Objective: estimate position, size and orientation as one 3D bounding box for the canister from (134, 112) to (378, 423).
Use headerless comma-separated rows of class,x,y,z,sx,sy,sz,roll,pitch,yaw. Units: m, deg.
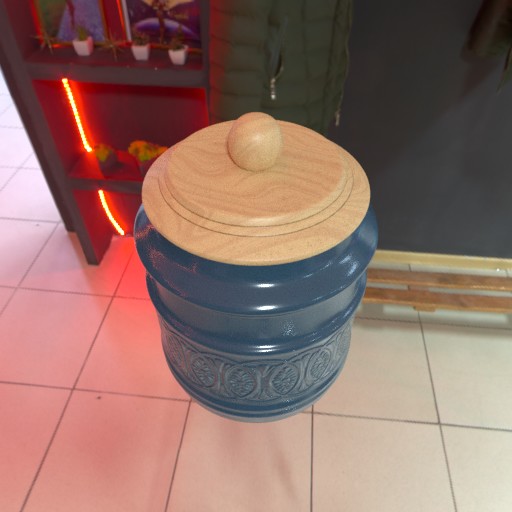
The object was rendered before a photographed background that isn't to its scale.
canister,0.000,0.000,0.260,0.130,0.176,0.130,0,45,0
